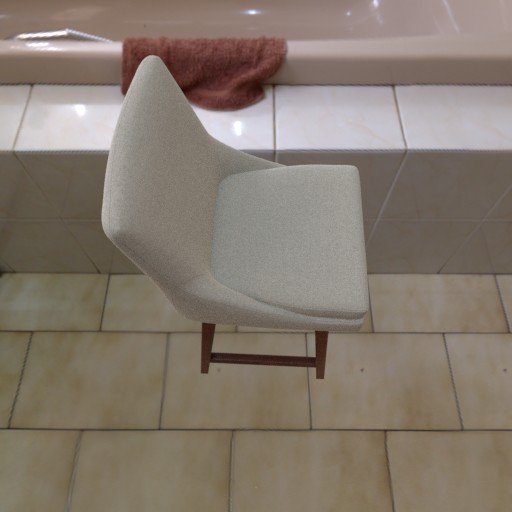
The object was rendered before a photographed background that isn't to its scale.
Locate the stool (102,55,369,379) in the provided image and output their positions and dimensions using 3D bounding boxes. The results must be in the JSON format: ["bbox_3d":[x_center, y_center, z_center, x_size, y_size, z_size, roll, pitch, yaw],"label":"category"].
[{"bbox_3d":[0.000,0.000,1.275,0.559,0.991,0.469,2,62,1],"label":"stool"}]
